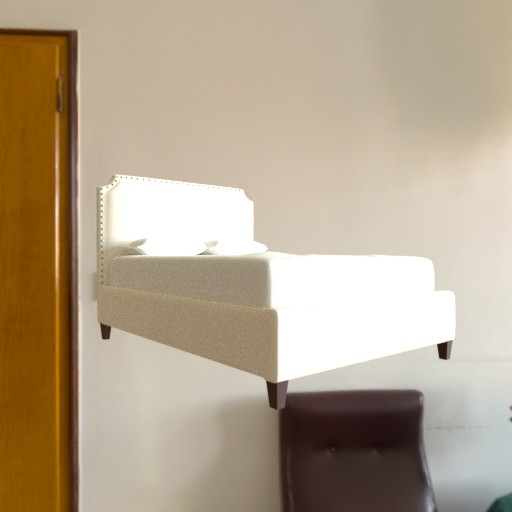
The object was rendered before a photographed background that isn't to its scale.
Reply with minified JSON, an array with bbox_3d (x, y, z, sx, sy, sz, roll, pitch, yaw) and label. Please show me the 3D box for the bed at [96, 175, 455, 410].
[{"bbox_3d":[0.000,0.000,3.484,1.712,1.443,2.365,0,0,-39],"label":"bed"}]
